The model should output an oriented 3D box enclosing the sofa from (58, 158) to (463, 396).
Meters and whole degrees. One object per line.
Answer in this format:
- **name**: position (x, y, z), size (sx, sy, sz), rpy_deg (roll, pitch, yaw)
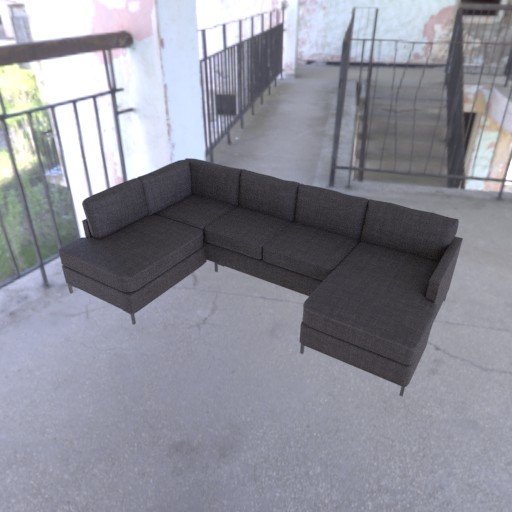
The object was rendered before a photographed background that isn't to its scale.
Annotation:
- **sofa**: position (0.000, 0.000, 4.353), size (3.423, 0.999, 2.048), rpy_deg (18, 36, 28)
